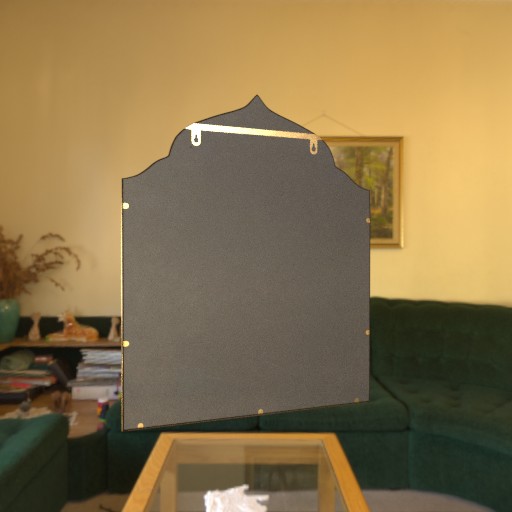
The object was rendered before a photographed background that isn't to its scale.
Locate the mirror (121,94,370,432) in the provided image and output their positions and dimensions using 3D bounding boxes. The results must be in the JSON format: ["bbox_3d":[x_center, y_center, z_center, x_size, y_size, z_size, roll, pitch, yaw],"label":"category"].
[{"bbox_3d":[0.000,0.000,0.881,0.513,0.635,0.018,0,1,-18],"label":"mirror"}]
